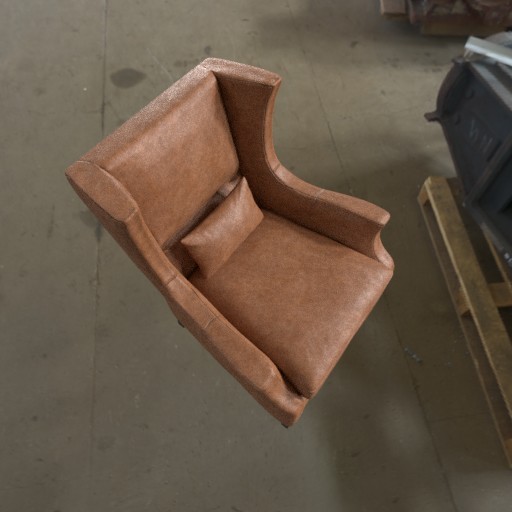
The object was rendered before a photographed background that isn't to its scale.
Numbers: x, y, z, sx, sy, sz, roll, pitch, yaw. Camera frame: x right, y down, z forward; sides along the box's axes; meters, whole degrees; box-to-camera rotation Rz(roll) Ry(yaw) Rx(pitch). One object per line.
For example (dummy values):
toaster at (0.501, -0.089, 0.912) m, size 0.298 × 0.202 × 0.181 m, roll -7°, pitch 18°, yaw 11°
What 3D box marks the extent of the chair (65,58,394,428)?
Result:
chair at (0.000, 0.000, 1.706) m, size 0.926 × 1.016 × 0.853 m, roll 32°, pitch 64°, yaw 18°
